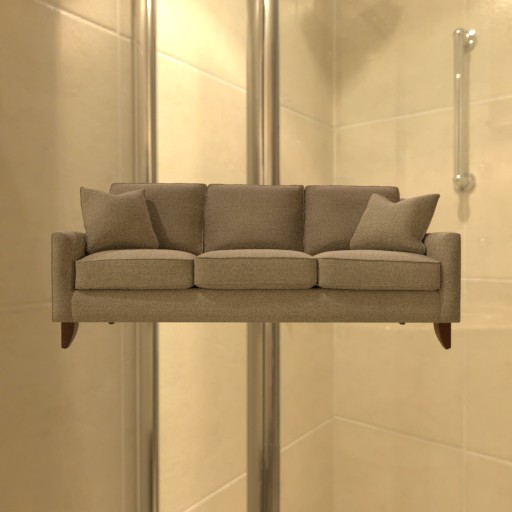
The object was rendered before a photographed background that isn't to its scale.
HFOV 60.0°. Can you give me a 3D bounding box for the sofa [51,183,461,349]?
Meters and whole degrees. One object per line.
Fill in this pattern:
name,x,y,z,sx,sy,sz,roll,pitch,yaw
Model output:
sofa,0.000,0.000,2.548,2.031,0.914,0.865,0,1,0
